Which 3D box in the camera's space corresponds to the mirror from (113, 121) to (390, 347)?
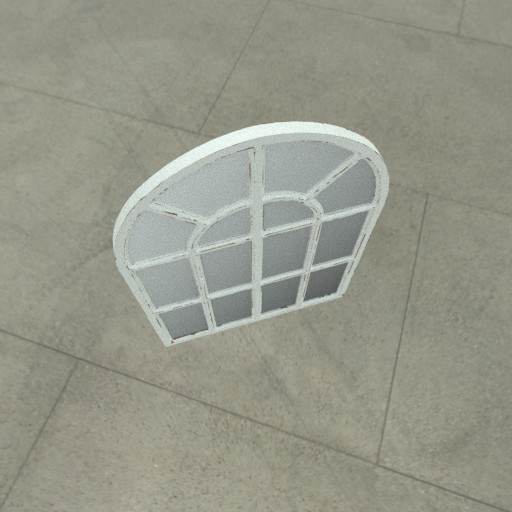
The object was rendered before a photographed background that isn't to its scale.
[{"bbox_3d":[0.000,0.000,1.176,0.660,0.920,0.032,-15,63,-8],"label":"mirror"}]
